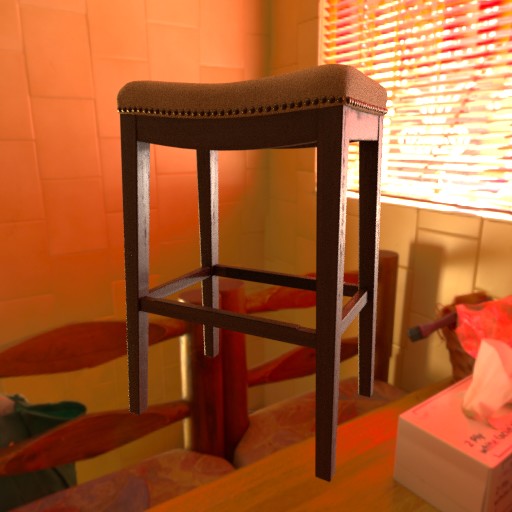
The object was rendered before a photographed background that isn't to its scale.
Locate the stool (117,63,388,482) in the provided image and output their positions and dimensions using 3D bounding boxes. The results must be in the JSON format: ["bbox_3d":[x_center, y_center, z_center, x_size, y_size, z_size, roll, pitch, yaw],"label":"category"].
[{"bbox_3d":[0.000,0.000,1.030,0.509,0.768,0.363,7,16,26],"label":"stool"}]
